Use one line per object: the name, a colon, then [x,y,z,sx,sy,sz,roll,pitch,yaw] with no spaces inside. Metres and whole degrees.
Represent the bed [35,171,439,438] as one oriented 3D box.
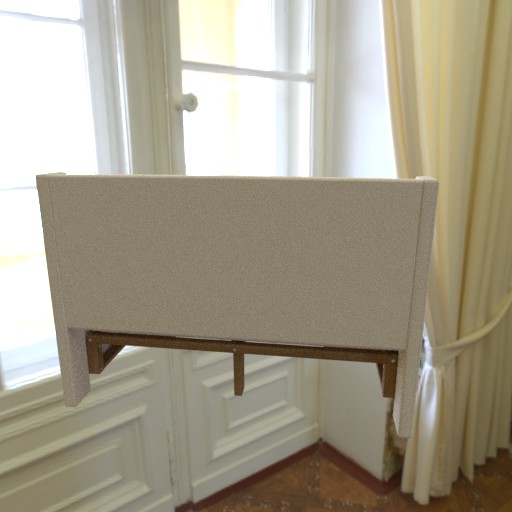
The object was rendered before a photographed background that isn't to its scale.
bed: [0.000,0.000,3.571,2.145,1.471,2.293,2,15,8]
